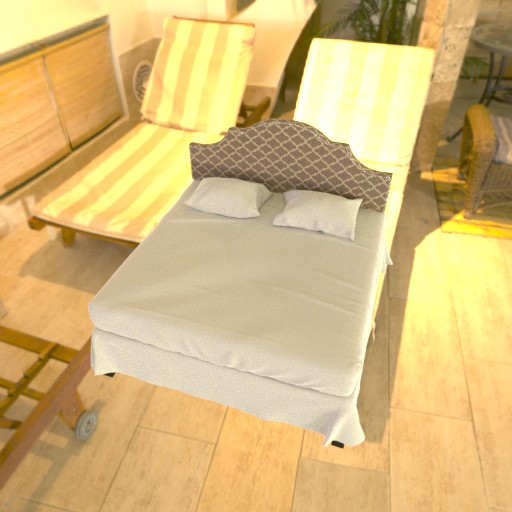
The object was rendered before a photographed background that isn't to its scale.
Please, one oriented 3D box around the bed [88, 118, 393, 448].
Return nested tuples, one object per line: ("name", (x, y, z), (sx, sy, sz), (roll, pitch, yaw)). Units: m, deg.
("bed", (0.000, 0.000, 3.721), (2.314, 1.601, 2.222), (12, 42, 14))
